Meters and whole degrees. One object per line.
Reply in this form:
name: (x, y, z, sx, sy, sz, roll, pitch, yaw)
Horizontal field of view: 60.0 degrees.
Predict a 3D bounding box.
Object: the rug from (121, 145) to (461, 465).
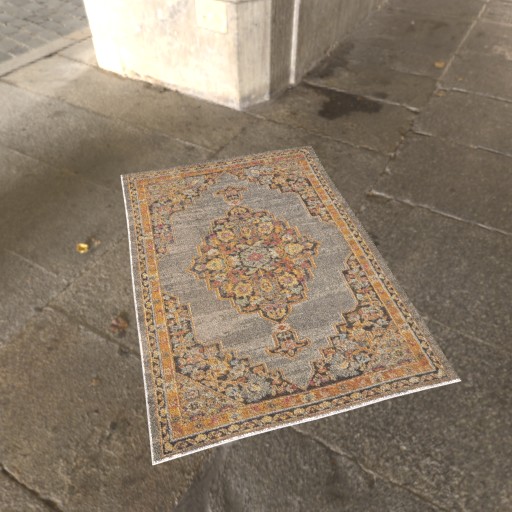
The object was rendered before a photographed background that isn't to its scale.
rug: (0.000, 0.000, 3.919, 2.158, 0.024, 3.063, -11, 48, -10)
